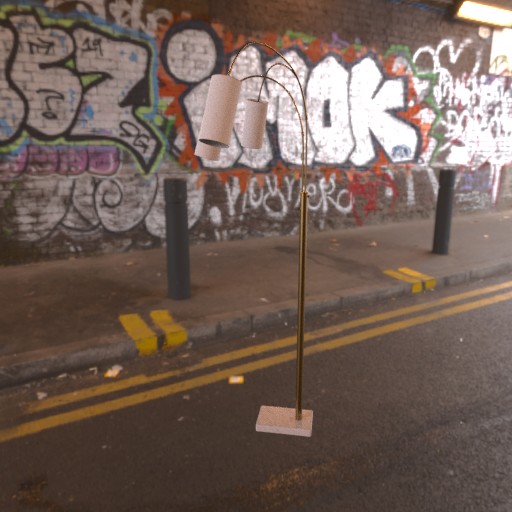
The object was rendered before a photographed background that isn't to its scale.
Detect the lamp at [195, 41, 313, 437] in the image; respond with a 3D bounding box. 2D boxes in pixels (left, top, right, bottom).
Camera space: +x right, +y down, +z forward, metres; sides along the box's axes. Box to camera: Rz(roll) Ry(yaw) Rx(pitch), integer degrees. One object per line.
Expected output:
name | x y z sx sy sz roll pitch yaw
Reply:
lamp | 0.000 0.000 2.433 0.667 2.055 1.020 2 13 10
